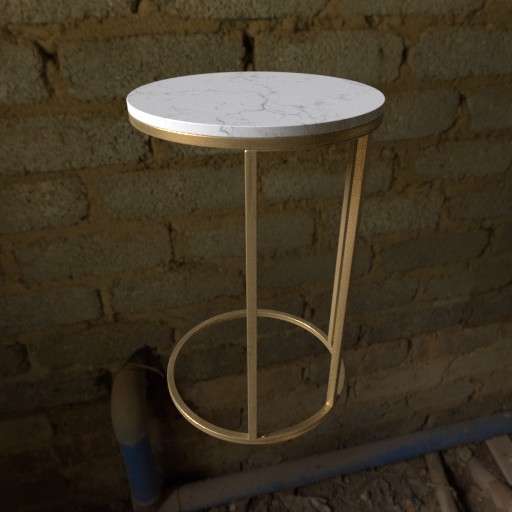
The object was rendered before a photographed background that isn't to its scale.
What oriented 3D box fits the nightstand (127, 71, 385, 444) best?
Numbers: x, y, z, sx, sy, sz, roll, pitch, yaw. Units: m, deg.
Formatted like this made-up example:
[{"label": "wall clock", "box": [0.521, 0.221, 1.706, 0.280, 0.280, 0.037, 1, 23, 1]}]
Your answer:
[{"label": "nightstand", "box": [0.000, 0.000, 0.864, 0.400, 0.610, 0.400, 21, 37, 30]}]
